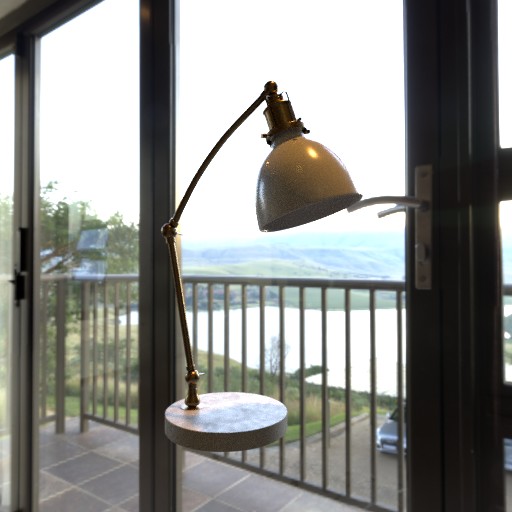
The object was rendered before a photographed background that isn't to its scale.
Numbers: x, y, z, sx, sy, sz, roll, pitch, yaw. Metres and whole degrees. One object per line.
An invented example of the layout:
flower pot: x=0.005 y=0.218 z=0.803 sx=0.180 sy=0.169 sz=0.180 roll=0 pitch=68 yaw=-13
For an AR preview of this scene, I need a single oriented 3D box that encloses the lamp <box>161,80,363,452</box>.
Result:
lamp: x=0.000 y=0.000 z=0.669 sx=0.317 sy=0.522 sz=0.186 roll=0 pitch=-1 yaw=17
